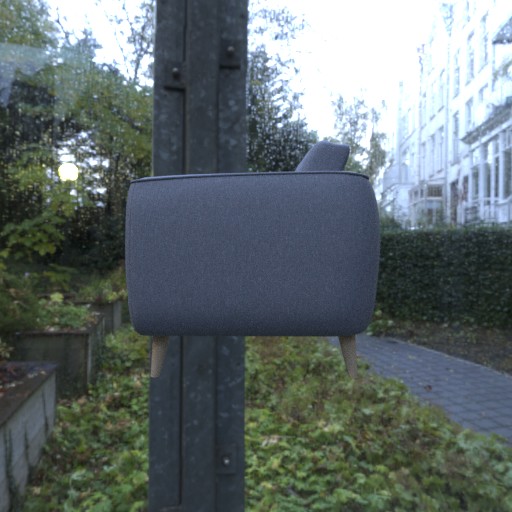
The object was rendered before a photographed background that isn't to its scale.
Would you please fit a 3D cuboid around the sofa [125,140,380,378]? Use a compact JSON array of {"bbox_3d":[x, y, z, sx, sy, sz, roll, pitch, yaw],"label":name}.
[{"bbox_3d":[0.000,0.000,2.479,0.920,0.870,2.000,0,0,1],"label":"sofa"}]
